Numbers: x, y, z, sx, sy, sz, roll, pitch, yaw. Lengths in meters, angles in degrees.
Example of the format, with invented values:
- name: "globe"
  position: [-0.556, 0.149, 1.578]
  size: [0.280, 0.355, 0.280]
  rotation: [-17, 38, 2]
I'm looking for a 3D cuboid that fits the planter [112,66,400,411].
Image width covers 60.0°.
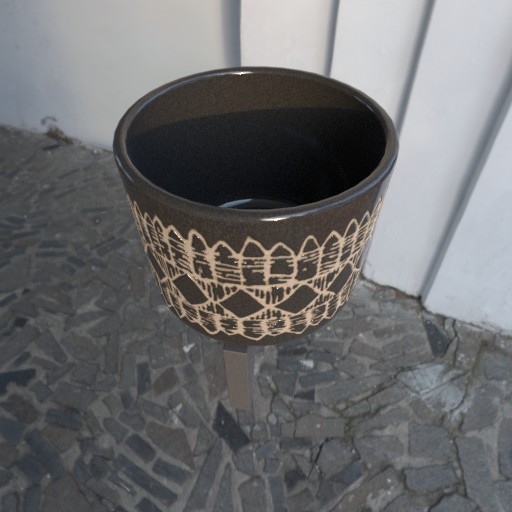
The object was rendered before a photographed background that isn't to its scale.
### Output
- name: "planter"
  position: [0.000, 0.000, 0.403]
  size: [0.196, 0.264, 0.196]
  rotation: [32, 54, 27]
